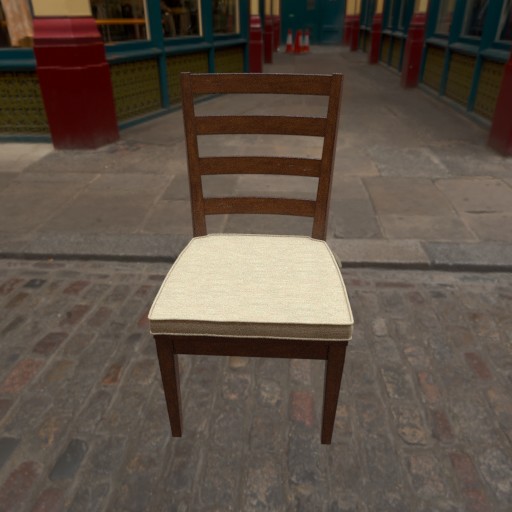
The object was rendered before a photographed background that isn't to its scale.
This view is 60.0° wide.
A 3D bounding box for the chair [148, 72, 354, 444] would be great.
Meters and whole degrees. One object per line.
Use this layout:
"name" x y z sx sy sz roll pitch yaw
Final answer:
"chair" 0.000 0.000 1.351 0.593 0.979 0.595 2 29 3
